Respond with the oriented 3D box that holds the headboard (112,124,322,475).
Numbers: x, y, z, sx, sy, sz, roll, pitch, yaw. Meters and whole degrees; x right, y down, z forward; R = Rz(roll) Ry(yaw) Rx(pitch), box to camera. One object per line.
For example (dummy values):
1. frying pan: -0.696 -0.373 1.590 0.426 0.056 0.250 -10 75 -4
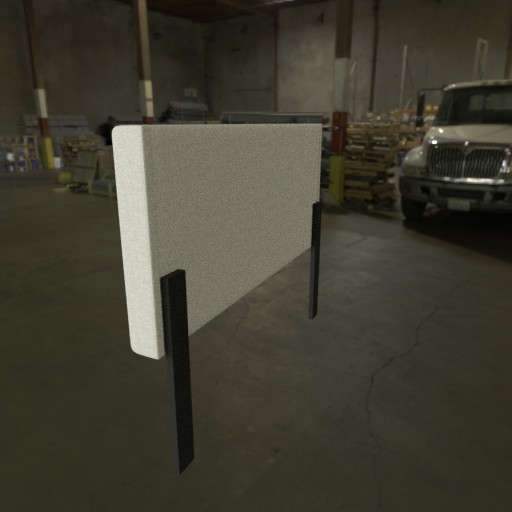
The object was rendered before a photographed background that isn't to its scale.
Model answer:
1. headboard: 0.000 0.000 2.673 0.184 1.524 2.051 8 18 25
